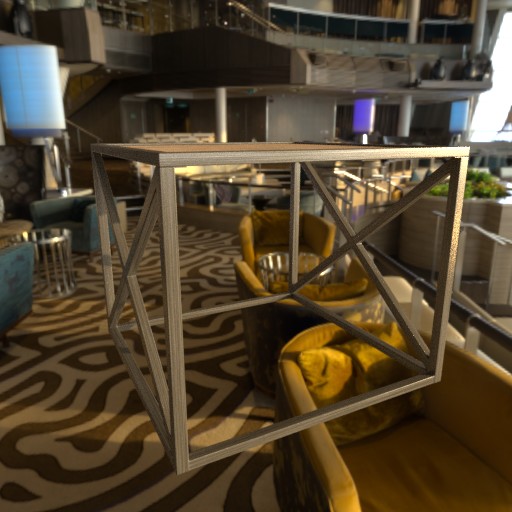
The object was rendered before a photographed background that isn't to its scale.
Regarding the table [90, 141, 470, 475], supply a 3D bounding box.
[{"bbox_3d":[0.000,0.000,1.044,0.609,0.507,0.611,-8,17,-27],"label":"table"}]
